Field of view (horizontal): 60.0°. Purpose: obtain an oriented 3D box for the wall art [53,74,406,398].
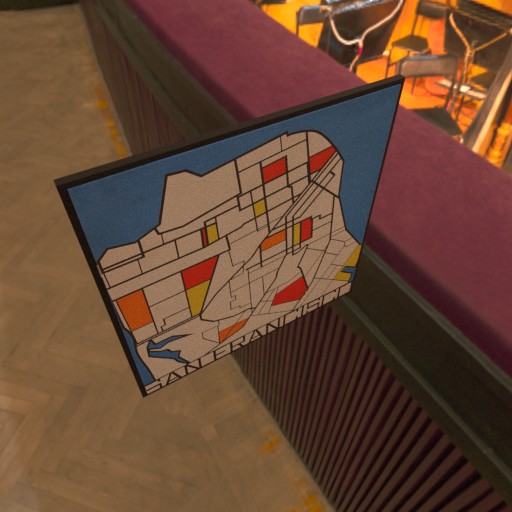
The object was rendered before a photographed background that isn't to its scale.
[{"bbox_3d":[0.000,0.000,0.681,0.458,0.457,0.013,-23,51,-20],"label":"wall art"}]
